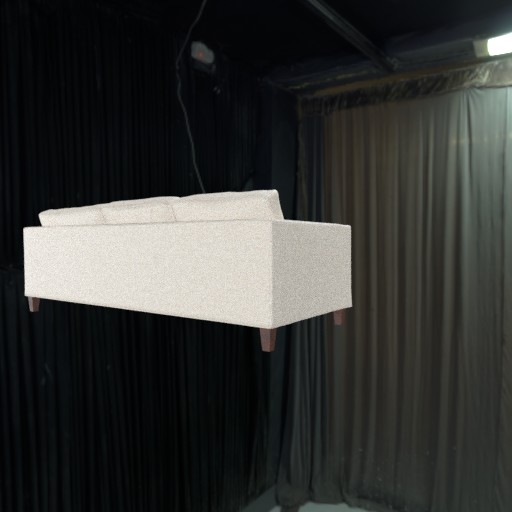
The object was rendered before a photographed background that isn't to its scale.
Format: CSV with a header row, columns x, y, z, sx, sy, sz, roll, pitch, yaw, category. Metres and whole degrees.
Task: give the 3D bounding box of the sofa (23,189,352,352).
x,y,z,sx,sy,sz,roll,pitch,yaw,category
0.000,0.000,4.209,2.432,0.863,3.182,1,2,35,sofa
